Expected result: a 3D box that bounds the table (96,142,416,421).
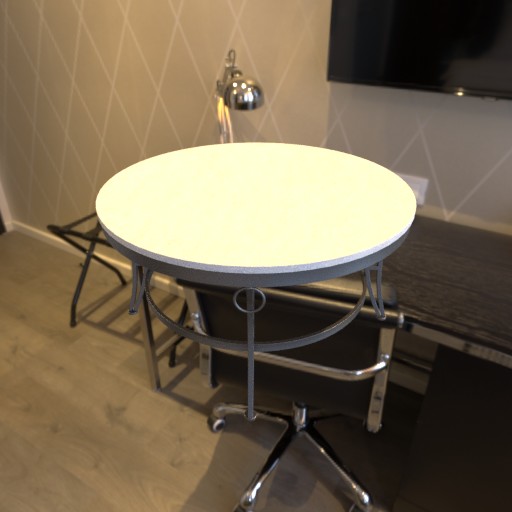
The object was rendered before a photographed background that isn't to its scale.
[{"bbox_3d":[0.000,0.000,1.405,0.889,0.470,0.889,0,30,0],"label":"table"}]
